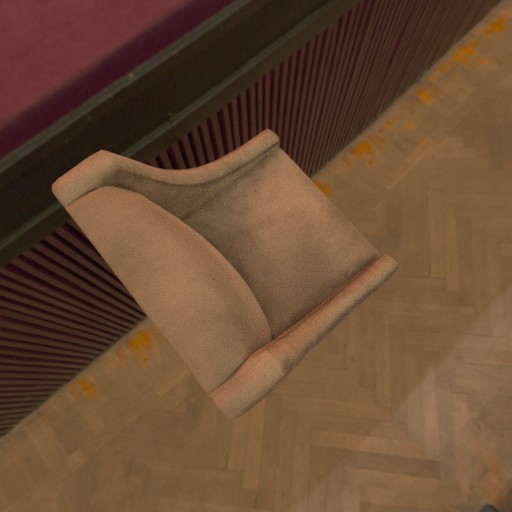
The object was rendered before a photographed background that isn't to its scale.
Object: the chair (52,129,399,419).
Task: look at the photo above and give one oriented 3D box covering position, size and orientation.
[{"bbox_3d":[0.000,0.000,1.334,0.629,0.895,0.629,-39,78,-10],"label":"chair"}]
